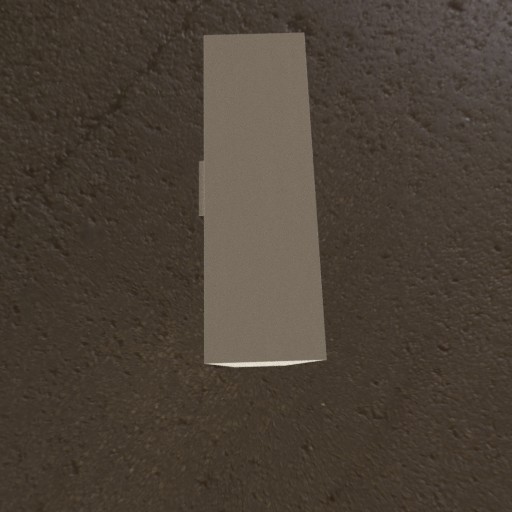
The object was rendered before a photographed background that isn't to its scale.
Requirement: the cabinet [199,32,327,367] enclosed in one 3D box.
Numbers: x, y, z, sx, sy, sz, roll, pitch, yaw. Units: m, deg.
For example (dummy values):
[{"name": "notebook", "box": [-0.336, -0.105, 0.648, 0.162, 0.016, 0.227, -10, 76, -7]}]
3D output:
[{"name": "cabinet", "box": [0.000, 0.000, 1.569, 0.250, 1.280, 0.750, -2, 76, 0]}]
